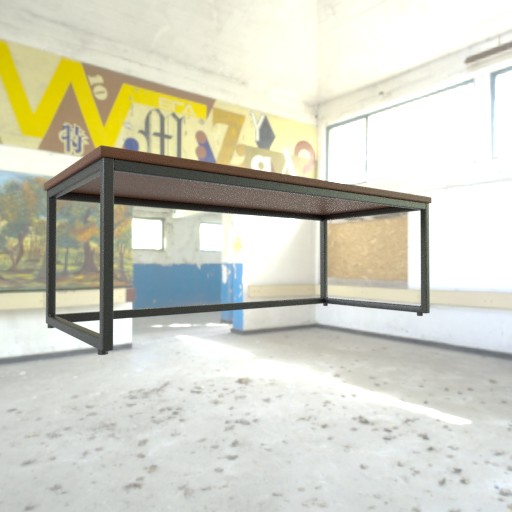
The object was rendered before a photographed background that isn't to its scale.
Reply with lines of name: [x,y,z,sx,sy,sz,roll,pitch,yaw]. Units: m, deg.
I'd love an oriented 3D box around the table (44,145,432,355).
table: [0.000,0.000,1.358,1.100,0.400,0.500,1,-1,-37]
